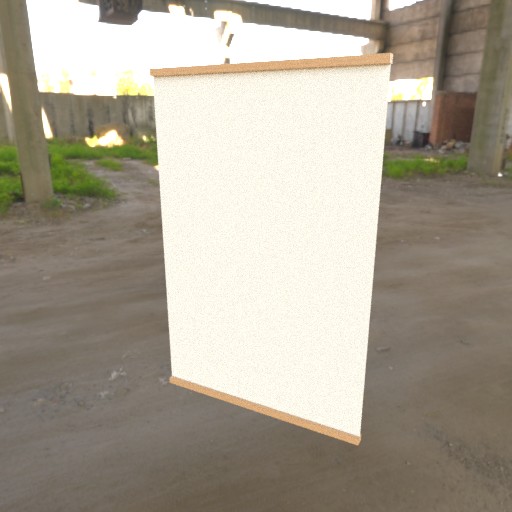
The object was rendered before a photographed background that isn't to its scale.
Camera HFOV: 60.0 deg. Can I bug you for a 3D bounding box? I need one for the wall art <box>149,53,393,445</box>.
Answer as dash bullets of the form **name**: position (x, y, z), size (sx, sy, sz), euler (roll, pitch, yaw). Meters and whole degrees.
- **wall art**: position (0.000, 0.000, 1.266), size (0.669, 1.020, 0.027), euler (9, 19, 27)
